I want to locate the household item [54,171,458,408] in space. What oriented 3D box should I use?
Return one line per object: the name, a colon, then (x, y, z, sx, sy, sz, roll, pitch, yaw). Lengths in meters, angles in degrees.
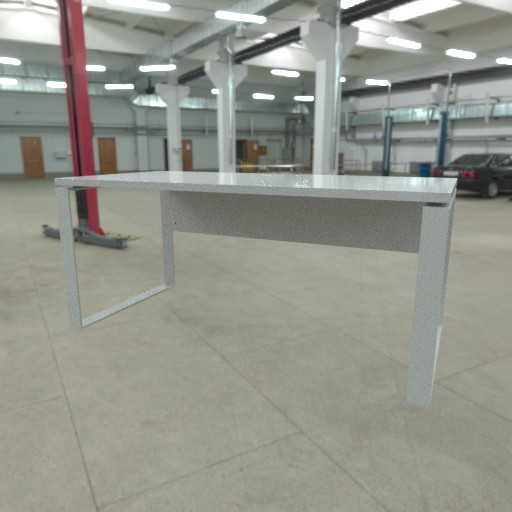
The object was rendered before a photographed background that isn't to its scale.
household item: (0.000, 0.000, 2.151, 1.700, 0.745, 0.800, 6, 15, 24)
